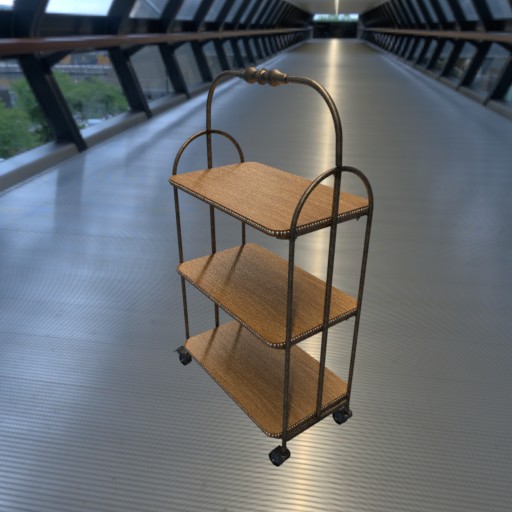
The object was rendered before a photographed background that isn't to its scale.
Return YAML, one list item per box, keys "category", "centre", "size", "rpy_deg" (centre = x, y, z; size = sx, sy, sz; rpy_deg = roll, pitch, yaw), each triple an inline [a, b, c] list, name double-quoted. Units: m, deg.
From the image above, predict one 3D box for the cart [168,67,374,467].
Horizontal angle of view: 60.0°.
- category: "cart"
  centre: [0.000, 0.000, 1.342]
  size: [0.330, 1.052, 0.650]
  rpy_deg: [-18, 31, -32]
